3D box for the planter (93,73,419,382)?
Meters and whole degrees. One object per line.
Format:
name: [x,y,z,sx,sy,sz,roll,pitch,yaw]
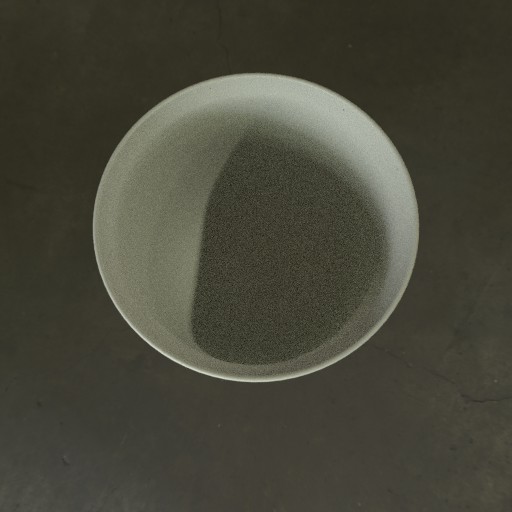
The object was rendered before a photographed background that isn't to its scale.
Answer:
planter: [0.000,0.000,0.380,0.204,0.214,0.204,0,75,0]
